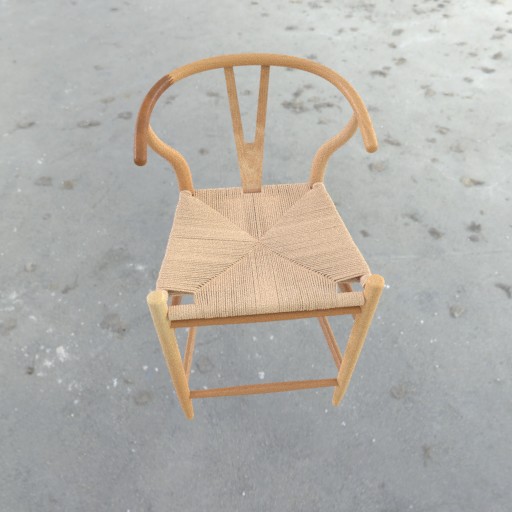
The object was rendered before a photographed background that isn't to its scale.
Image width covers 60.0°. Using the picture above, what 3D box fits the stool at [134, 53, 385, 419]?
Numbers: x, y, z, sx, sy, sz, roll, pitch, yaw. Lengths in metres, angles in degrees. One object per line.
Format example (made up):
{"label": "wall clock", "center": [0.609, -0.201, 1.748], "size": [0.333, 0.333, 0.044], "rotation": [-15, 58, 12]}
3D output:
{"label": "stool", "center": [0.000, 0.000, 1.284], "size": [0.536, 0.923, 0.575], "rotation": [-4, 49, -4]}
